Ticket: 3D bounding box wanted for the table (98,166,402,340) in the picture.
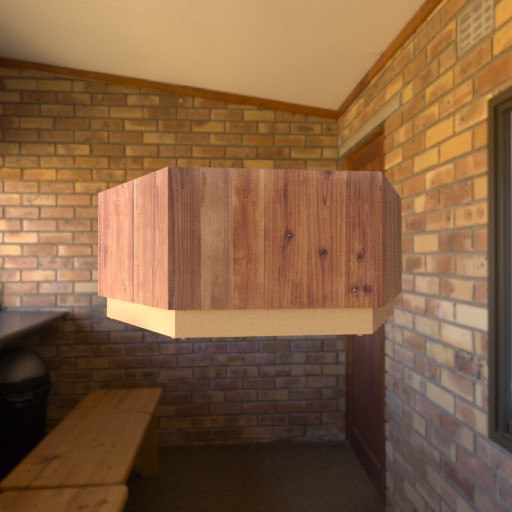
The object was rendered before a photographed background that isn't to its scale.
[{"bbox_3d":[0.000,0.000,1.676,1.000,0.456,1.154,0,-1,-37],"label":"table"}]
